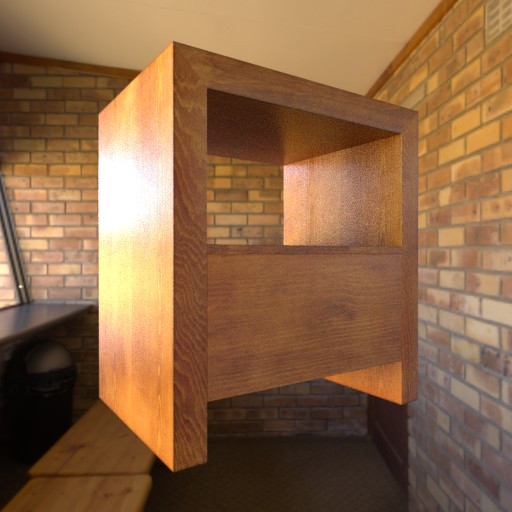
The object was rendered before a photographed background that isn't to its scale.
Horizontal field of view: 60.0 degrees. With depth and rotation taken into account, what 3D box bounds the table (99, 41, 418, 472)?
[{"bbox_3d":[0.000,0.000,0.940,0.550,0.605,0.400,0,0,-34],"label":"table"}]
